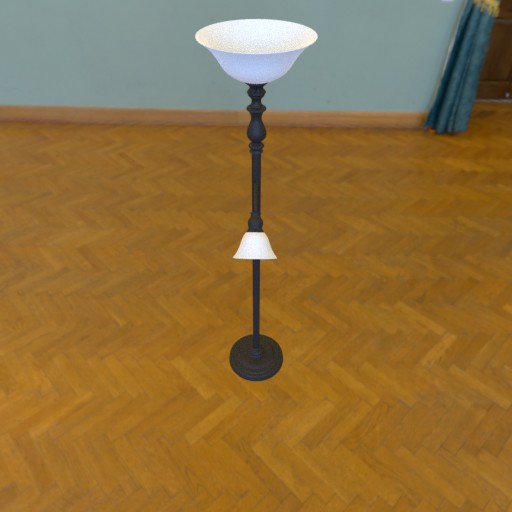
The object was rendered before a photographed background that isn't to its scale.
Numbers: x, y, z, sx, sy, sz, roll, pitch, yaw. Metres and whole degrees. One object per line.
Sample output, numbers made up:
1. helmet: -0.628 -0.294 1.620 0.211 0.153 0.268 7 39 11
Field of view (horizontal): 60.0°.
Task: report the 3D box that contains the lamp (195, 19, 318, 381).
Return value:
1. lamp: 0.000 0.000 1.993 0.405 1.793 0.588 1 41 1
